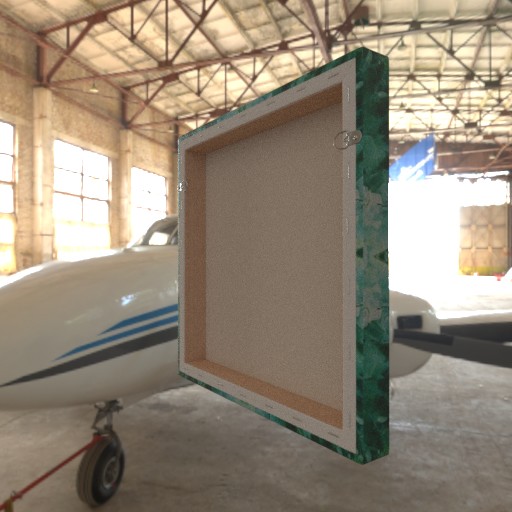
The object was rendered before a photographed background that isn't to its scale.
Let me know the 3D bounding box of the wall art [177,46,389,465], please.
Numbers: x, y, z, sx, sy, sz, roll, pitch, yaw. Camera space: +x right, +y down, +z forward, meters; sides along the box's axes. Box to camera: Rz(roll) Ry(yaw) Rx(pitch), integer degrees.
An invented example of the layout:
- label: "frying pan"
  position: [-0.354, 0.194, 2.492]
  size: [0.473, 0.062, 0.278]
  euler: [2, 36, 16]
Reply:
- label: "wall art"
  position: [0.000, 0.000, 0.464]
  size: [0.033, 0.313, 0.313]
  euler: [0, 0, -36]
